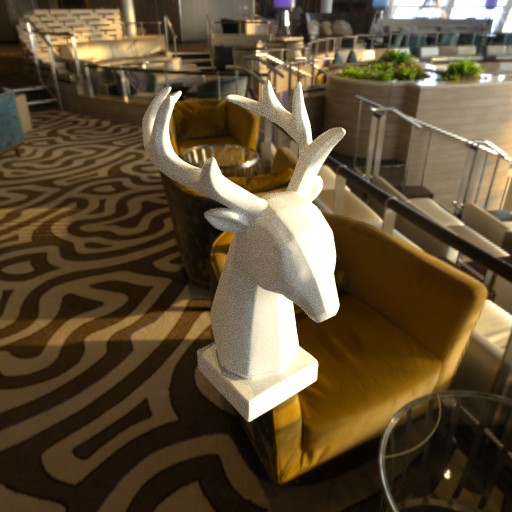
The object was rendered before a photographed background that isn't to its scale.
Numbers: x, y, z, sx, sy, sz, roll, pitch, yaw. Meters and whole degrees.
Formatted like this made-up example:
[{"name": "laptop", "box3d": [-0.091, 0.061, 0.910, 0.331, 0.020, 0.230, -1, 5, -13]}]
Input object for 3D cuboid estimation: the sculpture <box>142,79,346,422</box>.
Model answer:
[{"name": "sculpture", "box3d": [0.000, 0.000, 0.457, 0.174, 0.329, 0.224, -21, 35, -32]}]
